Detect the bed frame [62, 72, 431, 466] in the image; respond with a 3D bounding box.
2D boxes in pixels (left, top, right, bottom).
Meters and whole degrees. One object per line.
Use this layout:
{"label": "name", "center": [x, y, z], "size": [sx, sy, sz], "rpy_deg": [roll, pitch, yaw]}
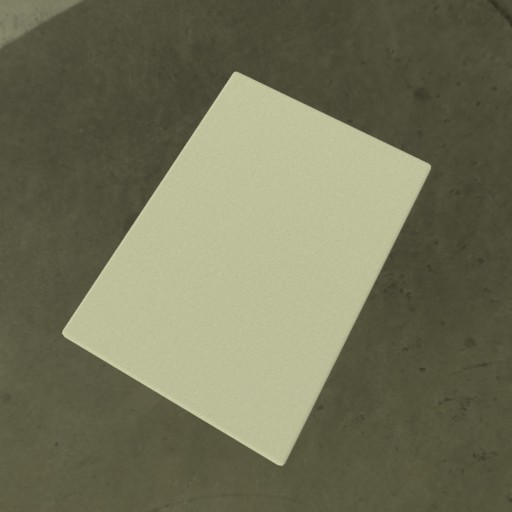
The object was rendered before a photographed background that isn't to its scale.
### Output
{"label": "bed frame", "center": [0.000, 0.000, 3.773], "size": [2.205, 0.680, 2.842], "rpy_deg": [35, 78, 9]}
